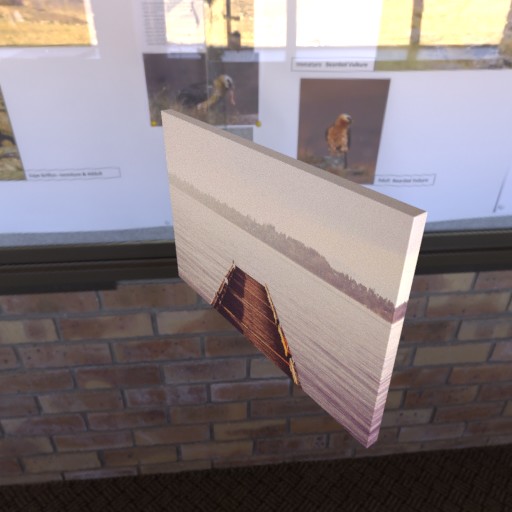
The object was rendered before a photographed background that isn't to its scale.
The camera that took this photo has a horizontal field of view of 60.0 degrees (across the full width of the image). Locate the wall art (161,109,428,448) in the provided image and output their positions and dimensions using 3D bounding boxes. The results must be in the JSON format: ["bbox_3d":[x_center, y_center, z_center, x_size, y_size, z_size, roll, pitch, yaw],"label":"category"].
[{"bbox_3d":[0.000,0.000,1.209,0.037,0.609,0.916,-22,37,-31],"label":"wall art"}]
